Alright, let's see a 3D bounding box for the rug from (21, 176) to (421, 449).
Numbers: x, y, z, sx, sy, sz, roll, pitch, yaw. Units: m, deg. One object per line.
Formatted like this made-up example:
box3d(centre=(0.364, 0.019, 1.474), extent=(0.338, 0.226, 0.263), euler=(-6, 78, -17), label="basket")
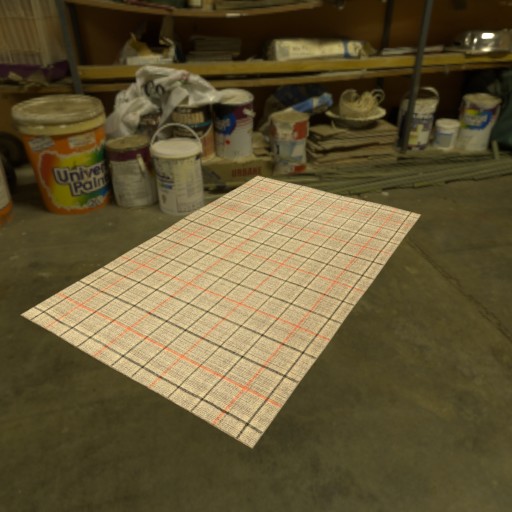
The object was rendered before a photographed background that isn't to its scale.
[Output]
box3d(centre=(0.000, 0.000, 2.966), extent=(1.524, 0.015, 2.439), euler=(19, 36, 27), label="rug")
